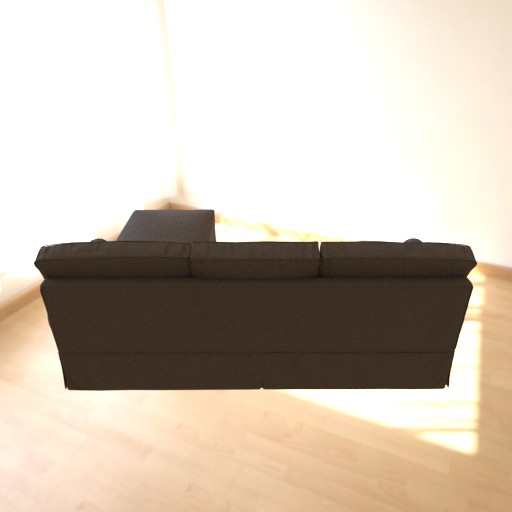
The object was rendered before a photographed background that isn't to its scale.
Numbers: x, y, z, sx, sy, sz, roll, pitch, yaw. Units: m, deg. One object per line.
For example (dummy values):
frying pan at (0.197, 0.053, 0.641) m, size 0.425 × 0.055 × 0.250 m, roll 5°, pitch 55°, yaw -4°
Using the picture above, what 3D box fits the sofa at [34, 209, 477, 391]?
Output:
sofa at (0.000, 0.000, 3.292) m, size 2.475 × 0.978 × 1.733 m, roll 0°, pitch 29°, yaw 0°
